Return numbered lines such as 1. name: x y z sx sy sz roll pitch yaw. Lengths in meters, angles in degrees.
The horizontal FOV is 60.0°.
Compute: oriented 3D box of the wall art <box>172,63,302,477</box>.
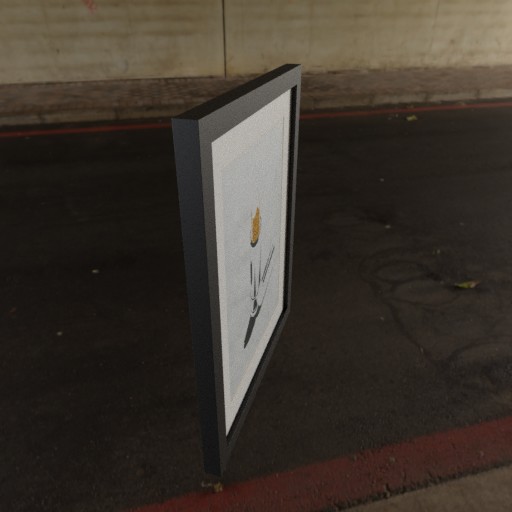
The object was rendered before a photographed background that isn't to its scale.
1. wall art: 0.000 0.000 0.760 0.029 0.559 0.457 9 31 15
